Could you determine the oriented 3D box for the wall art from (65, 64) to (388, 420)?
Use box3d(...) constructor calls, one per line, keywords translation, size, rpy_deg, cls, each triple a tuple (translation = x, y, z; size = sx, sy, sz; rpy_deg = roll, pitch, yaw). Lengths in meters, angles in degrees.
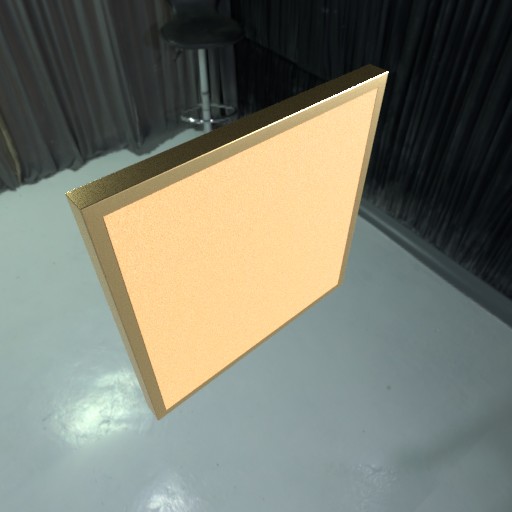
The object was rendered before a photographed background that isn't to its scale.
box3d(translation=(0.000, 0.000, 0.458), size=(0.305, 0.305, 0.023), rpy_deg=(-32, 54, -27), cls="wall art")
